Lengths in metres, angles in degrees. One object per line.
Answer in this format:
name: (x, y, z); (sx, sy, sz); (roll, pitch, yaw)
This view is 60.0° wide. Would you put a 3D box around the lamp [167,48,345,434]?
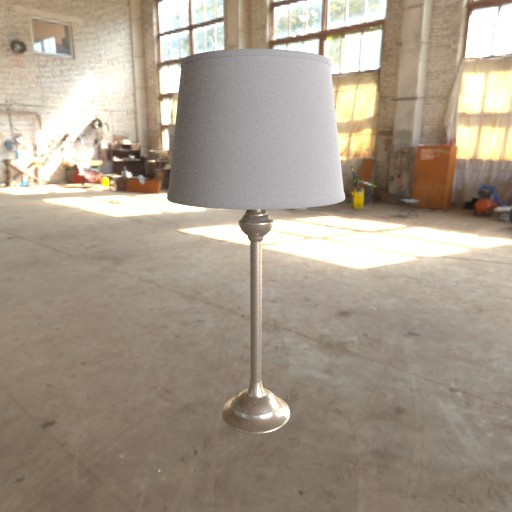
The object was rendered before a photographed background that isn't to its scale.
lamp: (0.000, 0.000, 0.866); (0.331, 0.698, 0.331); (0, 15, 0)
